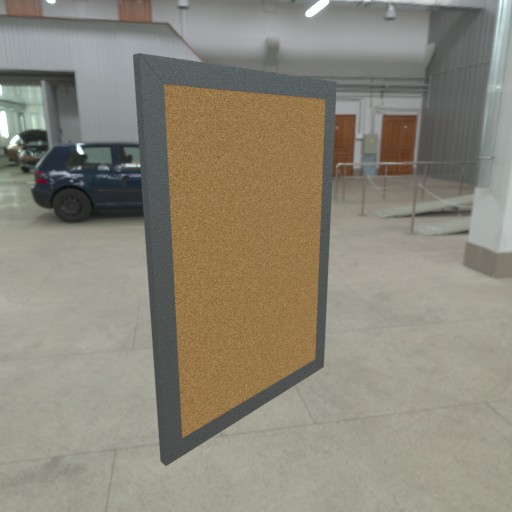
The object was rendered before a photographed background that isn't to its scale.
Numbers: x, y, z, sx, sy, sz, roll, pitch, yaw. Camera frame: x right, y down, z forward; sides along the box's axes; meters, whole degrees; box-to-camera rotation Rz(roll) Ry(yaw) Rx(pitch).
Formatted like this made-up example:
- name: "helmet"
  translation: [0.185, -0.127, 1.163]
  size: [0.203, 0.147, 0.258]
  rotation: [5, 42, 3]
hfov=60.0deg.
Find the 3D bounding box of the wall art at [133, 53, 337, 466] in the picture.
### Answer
- name: "wall art"
  translation: [0.000, 0.000, 0.687]
  size: [0.013, 0.534, 0.380]
  rotation: [14, 21, 42]
